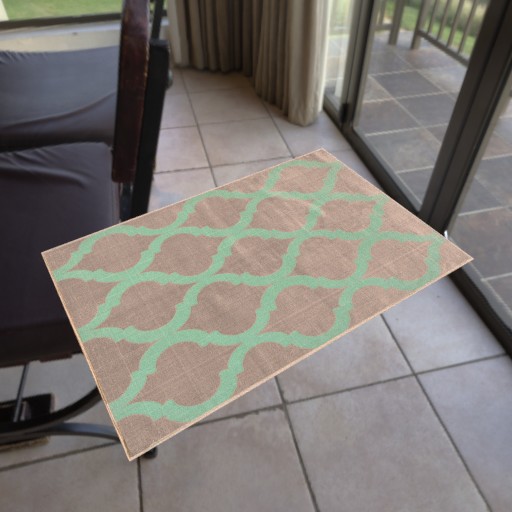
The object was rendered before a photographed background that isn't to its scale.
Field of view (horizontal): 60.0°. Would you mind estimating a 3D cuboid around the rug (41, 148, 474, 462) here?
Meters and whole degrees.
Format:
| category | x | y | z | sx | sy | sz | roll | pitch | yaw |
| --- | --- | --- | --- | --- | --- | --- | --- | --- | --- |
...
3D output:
| category | x | y | z | sx | sy | sz | roll | pitch | yaw |
| --- | --- | --- | --- | --- | --- | --- | --- | --- | --- |
| rug | 0.000 | 0.000 | 2.813 | 2.286 | 0.006 | 1.524 | -25 | 50 | -22 |
